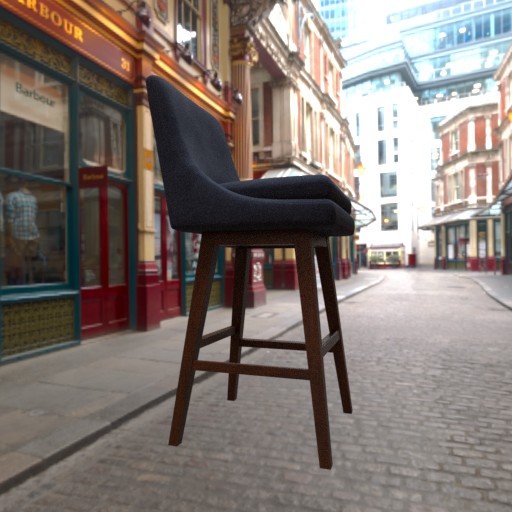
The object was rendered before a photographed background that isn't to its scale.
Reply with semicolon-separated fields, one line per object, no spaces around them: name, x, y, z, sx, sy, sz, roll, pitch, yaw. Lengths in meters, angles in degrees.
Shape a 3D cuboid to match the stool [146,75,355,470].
stool;0.000;0.000;1.404;0.572;1.068;0.489;0;-1;19
